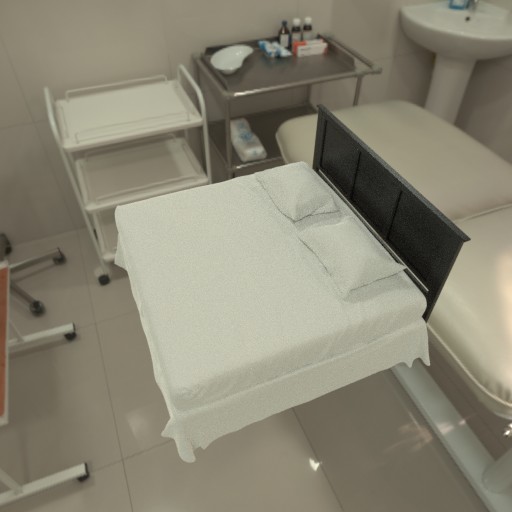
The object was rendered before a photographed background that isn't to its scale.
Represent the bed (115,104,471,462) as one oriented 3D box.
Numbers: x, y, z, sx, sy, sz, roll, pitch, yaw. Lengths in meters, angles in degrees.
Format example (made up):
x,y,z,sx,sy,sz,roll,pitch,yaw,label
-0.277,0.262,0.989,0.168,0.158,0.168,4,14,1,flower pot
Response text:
x,y,z,sx,sy,sz,roll,pitch,yaw,label
0.000,0.000,3.642,2.219,1.271,2.315,-17,48,-16,bed
